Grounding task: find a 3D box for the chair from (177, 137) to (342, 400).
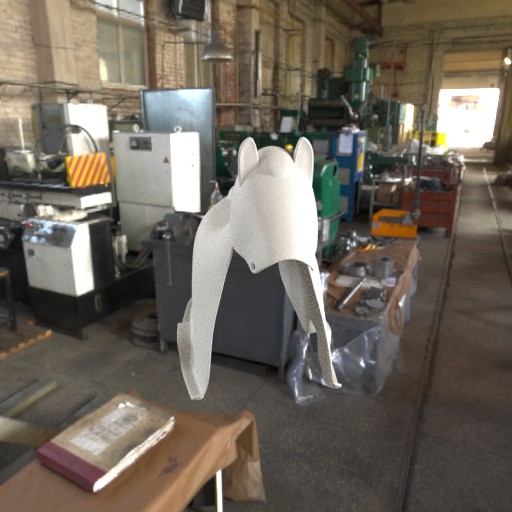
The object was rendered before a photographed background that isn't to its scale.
[{"bbox_3d":[0.000,0.000,1.157,0.429,0.612,0.800,-2,16,-8],"label":"chair"}]
